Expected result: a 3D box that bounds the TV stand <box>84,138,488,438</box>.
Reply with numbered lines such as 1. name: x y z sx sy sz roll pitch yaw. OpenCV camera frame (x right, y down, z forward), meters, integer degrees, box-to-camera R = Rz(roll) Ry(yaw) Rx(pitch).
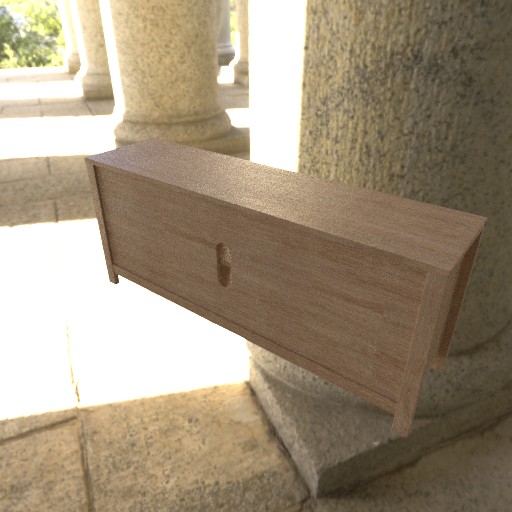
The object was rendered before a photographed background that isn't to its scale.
1. TV stand: 0.000 0.000 1.730 1.466 0.610 0.398 21 36 31
